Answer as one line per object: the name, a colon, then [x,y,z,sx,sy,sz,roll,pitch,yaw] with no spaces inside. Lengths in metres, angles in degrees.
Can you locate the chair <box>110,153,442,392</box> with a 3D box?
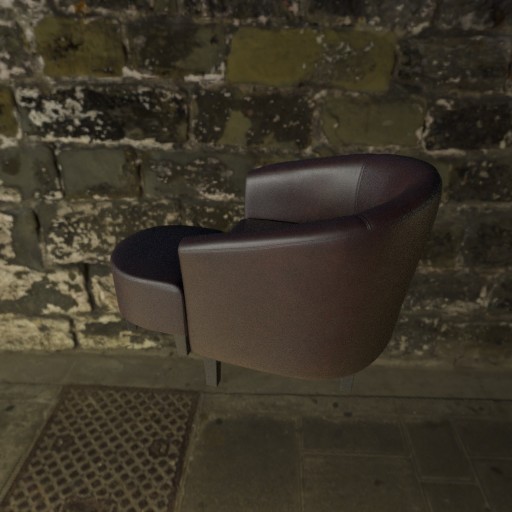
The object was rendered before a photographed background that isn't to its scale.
chair: [0.000,0.000,1.656,1.176,0.755,0.737,9,31,15]
